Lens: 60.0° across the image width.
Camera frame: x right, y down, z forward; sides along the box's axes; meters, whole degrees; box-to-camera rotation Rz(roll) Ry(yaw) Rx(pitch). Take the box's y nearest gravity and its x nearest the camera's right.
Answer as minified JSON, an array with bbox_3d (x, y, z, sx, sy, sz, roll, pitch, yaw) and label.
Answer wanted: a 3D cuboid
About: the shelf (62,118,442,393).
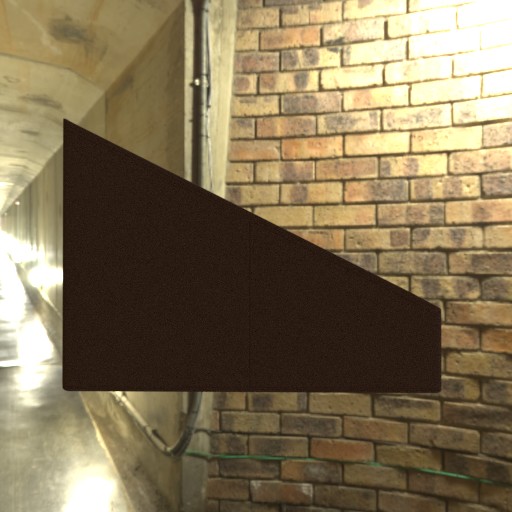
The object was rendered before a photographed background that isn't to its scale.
[{"bbox_3d":[0.000,0.000,0.479,0.292,0.210,0.292,0,-1,1],"label":"shelf"}]
